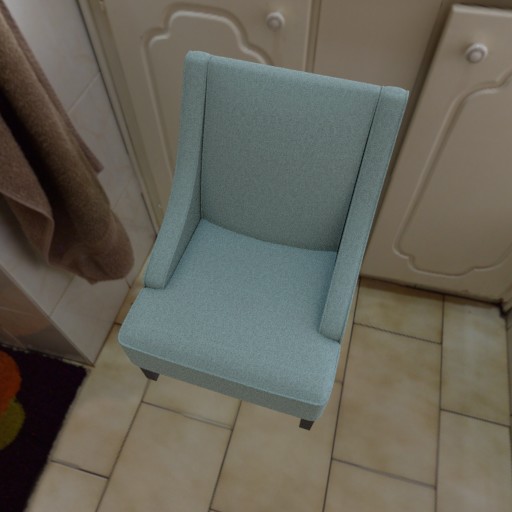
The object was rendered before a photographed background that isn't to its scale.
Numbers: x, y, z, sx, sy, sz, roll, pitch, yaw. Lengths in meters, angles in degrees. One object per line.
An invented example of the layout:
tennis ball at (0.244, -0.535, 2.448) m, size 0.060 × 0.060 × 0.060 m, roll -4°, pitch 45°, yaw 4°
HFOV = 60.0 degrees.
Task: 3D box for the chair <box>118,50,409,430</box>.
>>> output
chair at (0.000, 0.000, 1.862) m, size 0.857 × 1.133 × 1.025 m, roll 15°, pitch 57°, yaw 10°
